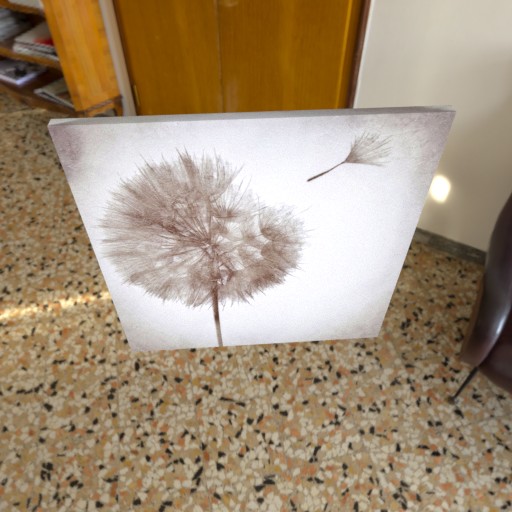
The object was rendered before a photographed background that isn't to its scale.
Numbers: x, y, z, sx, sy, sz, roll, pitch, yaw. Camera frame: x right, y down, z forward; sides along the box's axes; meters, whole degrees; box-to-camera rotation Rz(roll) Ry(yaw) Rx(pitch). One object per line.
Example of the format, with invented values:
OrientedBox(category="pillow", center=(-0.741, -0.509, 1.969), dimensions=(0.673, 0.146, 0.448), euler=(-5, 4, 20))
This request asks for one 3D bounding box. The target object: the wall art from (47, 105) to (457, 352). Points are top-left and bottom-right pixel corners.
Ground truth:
OrientedBox(category="wall art", center=(0.000, 0.000, 1.106), dimensions=(0.762, 0.762, 0.027), euler=(-3, 46, -3))
